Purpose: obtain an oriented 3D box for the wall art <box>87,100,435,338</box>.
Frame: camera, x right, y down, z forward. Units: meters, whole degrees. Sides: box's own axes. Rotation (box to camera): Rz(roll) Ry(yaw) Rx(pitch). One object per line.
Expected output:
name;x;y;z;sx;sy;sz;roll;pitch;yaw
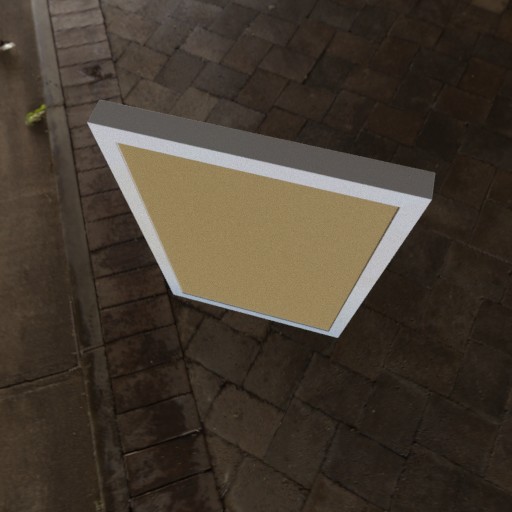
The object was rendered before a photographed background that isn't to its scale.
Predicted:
wall art;0.000;0.000;0.792;0.408;0.611;0.038;14;66;6
